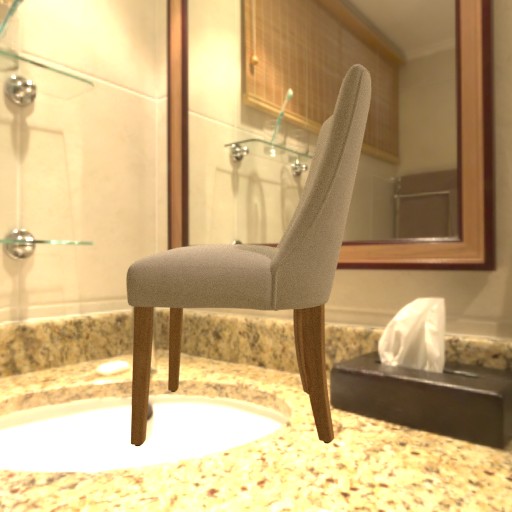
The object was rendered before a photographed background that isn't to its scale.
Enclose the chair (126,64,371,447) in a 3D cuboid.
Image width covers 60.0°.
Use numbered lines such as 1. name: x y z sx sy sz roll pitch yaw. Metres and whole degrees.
1. chair: 0.000 0.000 1.261 0.610 0.902 0.495 0 0 1
